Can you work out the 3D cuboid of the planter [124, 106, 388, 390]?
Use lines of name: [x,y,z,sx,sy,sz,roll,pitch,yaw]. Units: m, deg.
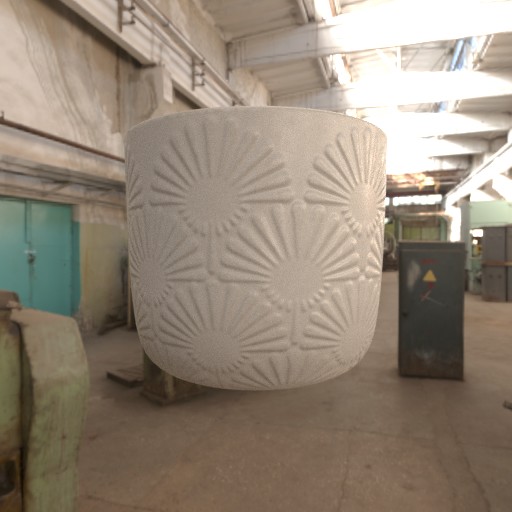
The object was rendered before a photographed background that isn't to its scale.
planter: [0.000,0.000,0.218,0.124,0.109,0.124,0,1,0]
